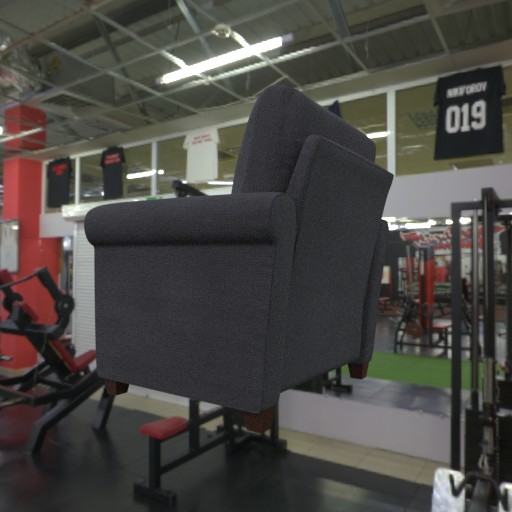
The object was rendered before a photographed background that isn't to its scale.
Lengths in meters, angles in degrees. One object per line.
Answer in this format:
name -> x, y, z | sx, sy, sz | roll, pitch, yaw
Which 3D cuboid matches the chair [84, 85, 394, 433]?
chair -> 0.000, 0.000, 1.610 | 0.828, 0.942, 0.867 | -1, -2, 35
